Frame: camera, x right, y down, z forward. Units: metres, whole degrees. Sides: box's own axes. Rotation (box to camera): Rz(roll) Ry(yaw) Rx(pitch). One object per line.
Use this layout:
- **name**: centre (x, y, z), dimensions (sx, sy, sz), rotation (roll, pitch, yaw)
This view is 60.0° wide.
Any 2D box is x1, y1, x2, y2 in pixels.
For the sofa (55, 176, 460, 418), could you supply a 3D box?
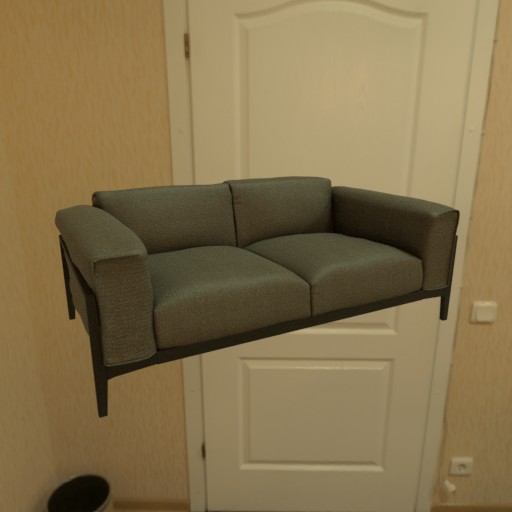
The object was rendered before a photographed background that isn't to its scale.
- **sofa**: centre (0.000, 0.000, 2.143), dimensions (1.690, 0.656, 0.960), rotation (-8, 18, -27)
